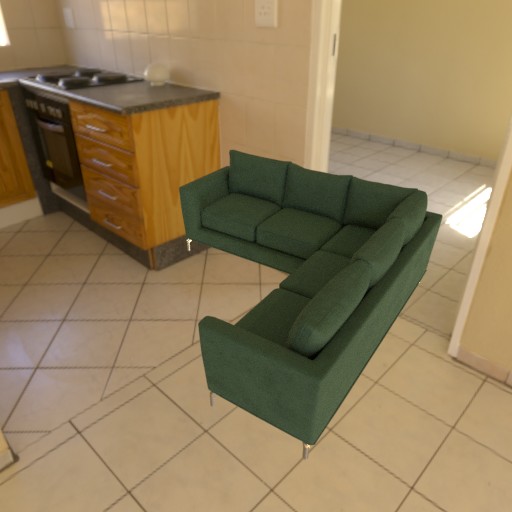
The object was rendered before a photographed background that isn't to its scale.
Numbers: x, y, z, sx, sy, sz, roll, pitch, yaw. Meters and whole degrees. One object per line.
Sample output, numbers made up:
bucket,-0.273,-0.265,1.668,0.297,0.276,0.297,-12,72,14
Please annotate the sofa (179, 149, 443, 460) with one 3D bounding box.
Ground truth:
sofa,0.000,0.000,3.872,2.468,1.004,2.452,19,35,29
